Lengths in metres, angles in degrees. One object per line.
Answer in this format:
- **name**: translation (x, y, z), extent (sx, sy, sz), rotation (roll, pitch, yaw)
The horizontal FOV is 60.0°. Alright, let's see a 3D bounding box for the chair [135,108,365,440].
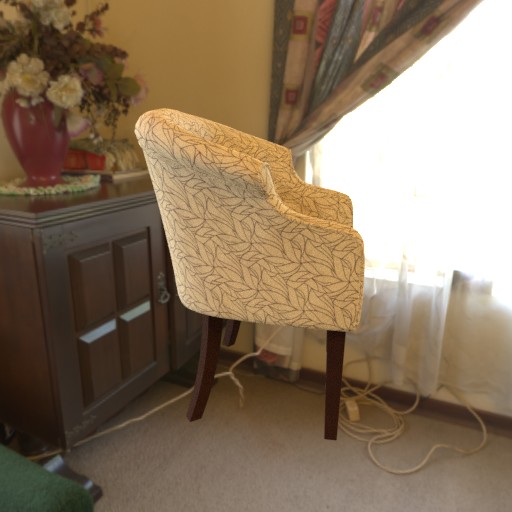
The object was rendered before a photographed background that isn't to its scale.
- **chair**: translation (0.000, 0.000, 1.357), extent (0.613, 0.858, 0.686), rotation (3, 17, 9)
